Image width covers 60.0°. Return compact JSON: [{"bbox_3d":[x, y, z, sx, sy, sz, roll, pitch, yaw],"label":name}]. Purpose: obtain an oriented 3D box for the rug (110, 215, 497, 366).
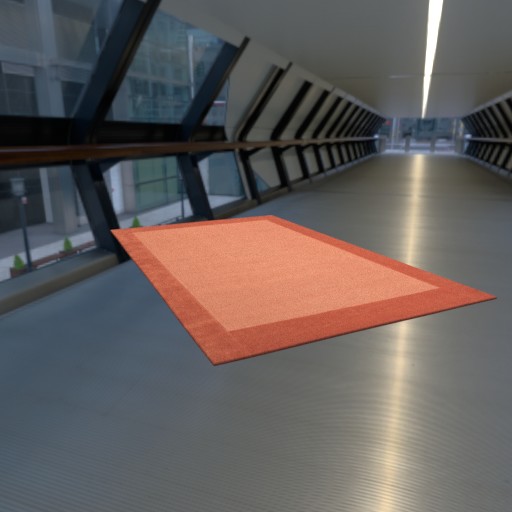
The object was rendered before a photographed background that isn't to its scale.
[{"bbox_3d":[0.000,0.000,2.971,1.524,0.014,2.438,-8,18,-25],"label":"rug"}]
